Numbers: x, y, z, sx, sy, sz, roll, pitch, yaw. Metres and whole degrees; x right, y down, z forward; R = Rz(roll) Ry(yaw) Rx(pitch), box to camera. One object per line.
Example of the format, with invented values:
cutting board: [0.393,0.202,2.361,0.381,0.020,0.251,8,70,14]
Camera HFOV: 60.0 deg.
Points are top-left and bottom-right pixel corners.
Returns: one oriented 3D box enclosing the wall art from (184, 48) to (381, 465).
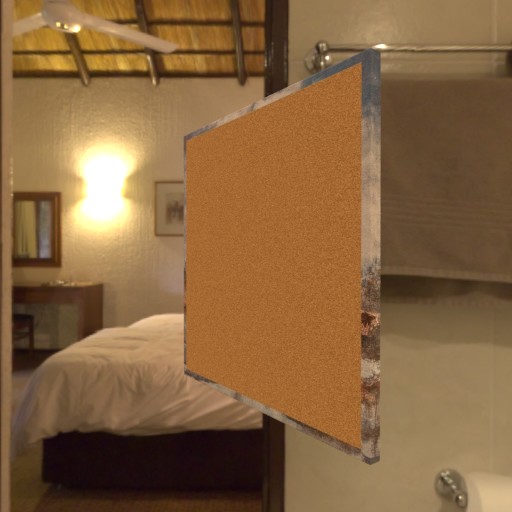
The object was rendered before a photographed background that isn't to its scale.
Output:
wall art: [0.000,0.000,1.320,0.035,0.897,0.888,0,0,-36]
